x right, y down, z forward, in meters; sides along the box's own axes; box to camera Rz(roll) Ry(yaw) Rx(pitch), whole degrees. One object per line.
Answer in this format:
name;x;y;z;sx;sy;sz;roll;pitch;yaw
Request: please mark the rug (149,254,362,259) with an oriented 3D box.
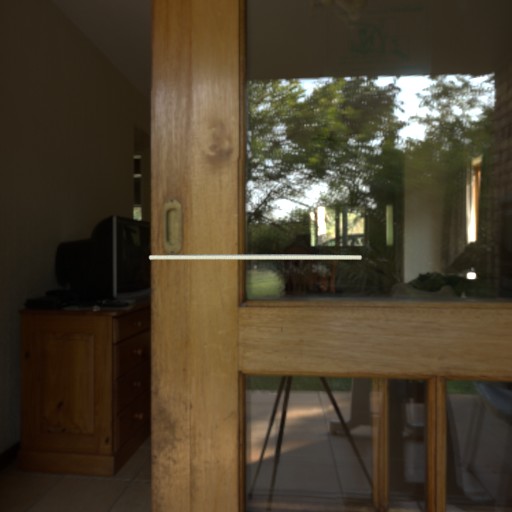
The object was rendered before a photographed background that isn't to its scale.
rug;0.000;0.000;2.523;0.661;0.013;2.297;0;0;0
